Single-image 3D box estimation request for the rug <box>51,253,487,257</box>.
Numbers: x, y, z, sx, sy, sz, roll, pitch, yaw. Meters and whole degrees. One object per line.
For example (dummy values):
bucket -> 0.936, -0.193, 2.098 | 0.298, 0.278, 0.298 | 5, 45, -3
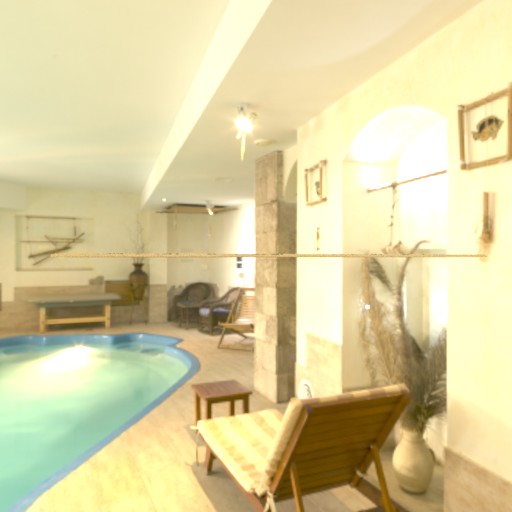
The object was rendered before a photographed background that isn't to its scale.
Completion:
rug -> 0.000, 0.000, 3.451 | 2.746, 0.018, 1.819 | 0, 0, -20
